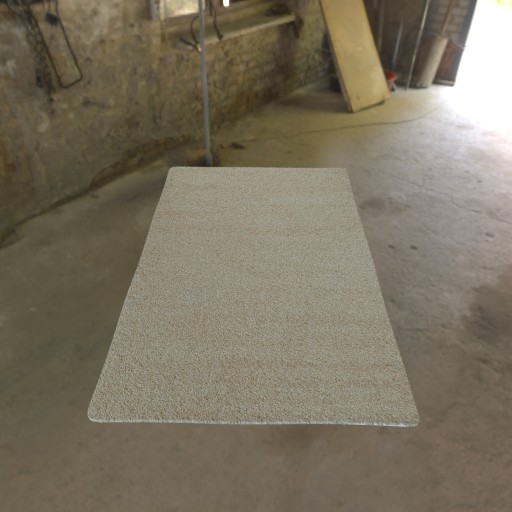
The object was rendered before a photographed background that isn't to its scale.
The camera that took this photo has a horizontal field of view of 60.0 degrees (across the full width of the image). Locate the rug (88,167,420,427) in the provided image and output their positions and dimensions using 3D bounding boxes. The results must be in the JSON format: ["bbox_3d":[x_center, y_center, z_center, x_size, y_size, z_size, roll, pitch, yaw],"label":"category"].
[{"bbox_3d":[0.000,0.000,2.880,1.500,0.026,2.349,1,40,1],"label":"rug"}]
